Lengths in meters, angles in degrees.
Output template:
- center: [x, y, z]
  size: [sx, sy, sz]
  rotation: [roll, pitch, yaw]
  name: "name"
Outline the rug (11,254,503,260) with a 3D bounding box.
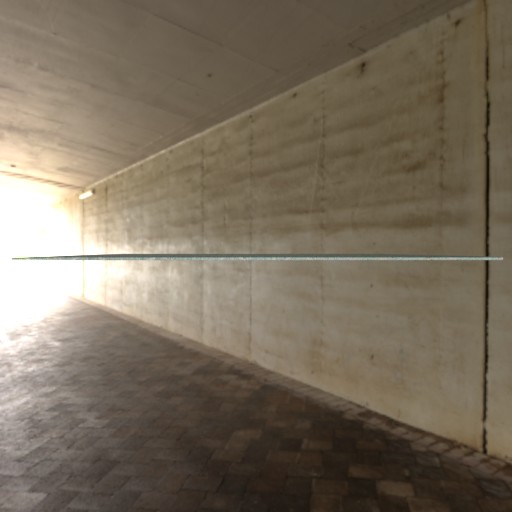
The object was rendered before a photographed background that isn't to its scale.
- center: [0.000, 0.000, 3.942]
  size: [3.039, 0.019, 2.420]
  rotation: [0, 1, -1]
  name: "rug"
